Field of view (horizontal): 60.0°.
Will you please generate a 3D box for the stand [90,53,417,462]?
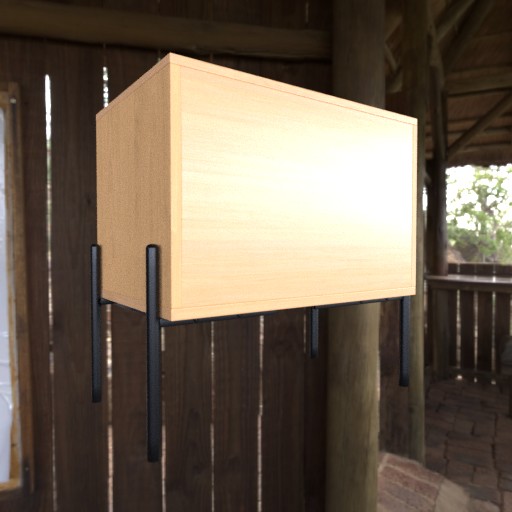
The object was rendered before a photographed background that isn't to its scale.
[{"bbox_3d":[0.000,0.000,0.973,0.630,0.600,0.400,-1,2,-35],"label":"stand"}]
